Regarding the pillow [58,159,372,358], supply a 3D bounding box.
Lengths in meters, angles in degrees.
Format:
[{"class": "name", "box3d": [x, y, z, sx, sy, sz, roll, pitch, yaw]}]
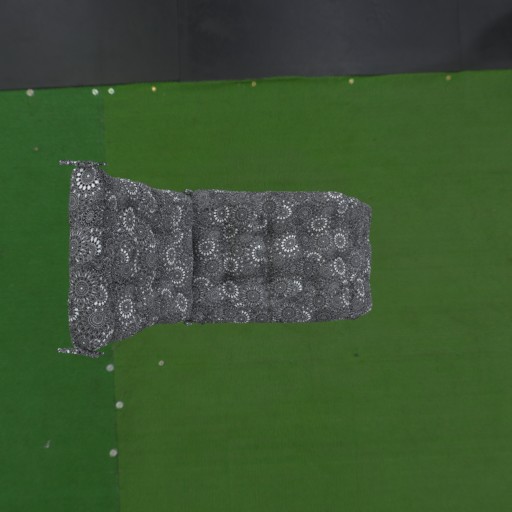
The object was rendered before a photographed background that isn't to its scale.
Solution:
[{"class": "pillow", "box3d": [0.000, 0.000, 1.530, 1.016, 0.863, 0.526, 0, 89, -1]}]
